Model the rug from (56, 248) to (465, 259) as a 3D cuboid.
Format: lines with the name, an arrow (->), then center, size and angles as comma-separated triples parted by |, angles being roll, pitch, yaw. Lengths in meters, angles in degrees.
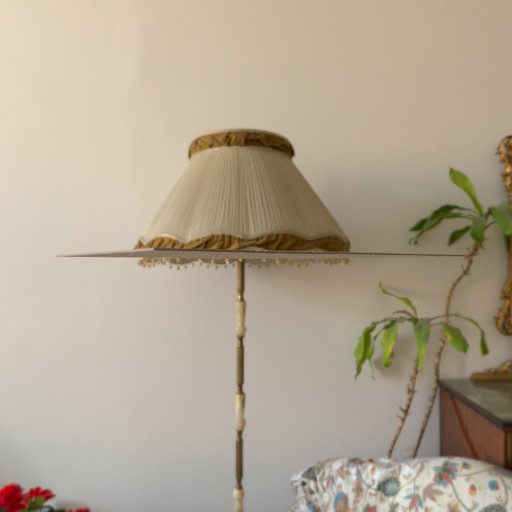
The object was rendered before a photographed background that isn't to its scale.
rug -> 0.000, 0.000, 3.980 | 2.895, 0.018, 2.288 | 1, -1, -36
